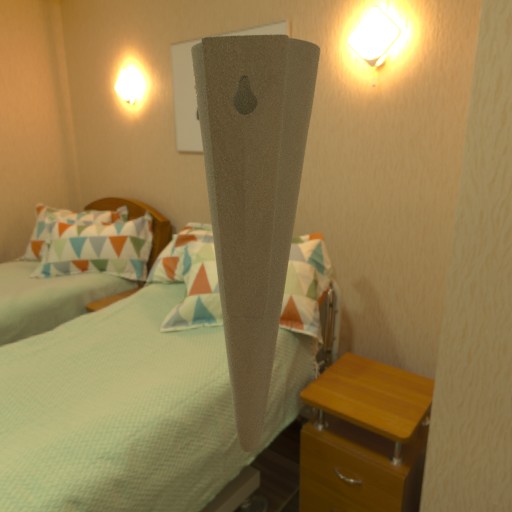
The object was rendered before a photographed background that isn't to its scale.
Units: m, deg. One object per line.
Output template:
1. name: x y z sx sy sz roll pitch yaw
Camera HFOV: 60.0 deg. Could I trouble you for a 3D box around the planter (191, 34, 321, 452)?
1. planter: 0.000 0.000 0.224 0.057 0.191 0.064 2 16 8
